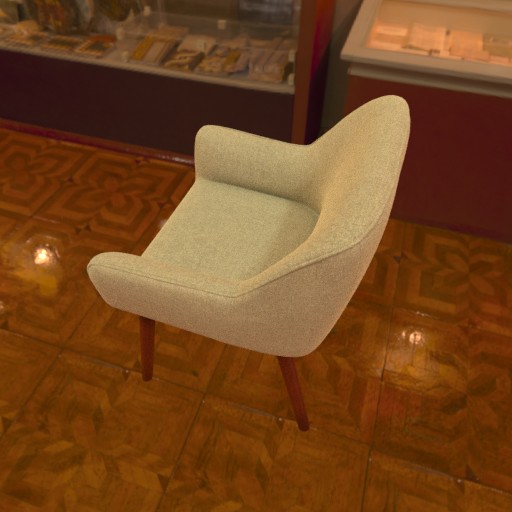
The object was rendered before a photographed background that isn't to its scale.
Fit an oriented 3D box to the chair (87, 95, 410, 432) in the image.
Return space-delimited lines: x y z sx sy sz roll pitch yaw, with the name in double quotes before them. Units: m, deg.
"chair" 0.000 0.000 1.215 0.610 0.813 0.610 15 50 14
